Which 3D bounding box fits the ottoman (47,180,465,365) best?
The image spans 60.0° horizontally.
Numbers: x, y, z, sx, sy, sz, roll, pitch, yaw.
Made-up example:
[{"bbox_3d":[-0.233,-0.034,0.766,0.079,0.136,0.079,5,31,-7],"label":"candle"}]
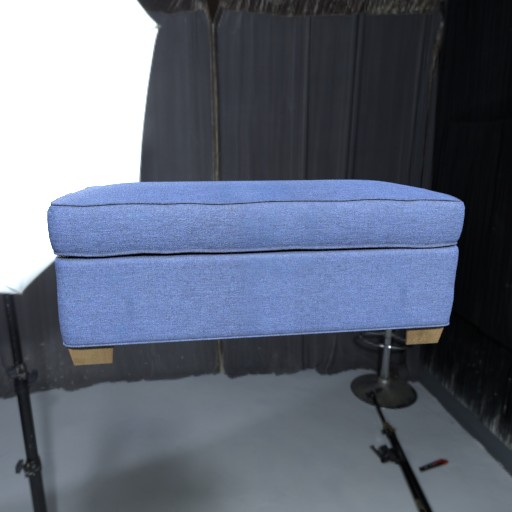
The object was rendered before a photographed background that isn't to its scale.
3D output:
[{"bbox_3d":[0.000,0.000,1.408,1.110,0.460,0.515,-2,14,-8],"label":"ottoman"}]
